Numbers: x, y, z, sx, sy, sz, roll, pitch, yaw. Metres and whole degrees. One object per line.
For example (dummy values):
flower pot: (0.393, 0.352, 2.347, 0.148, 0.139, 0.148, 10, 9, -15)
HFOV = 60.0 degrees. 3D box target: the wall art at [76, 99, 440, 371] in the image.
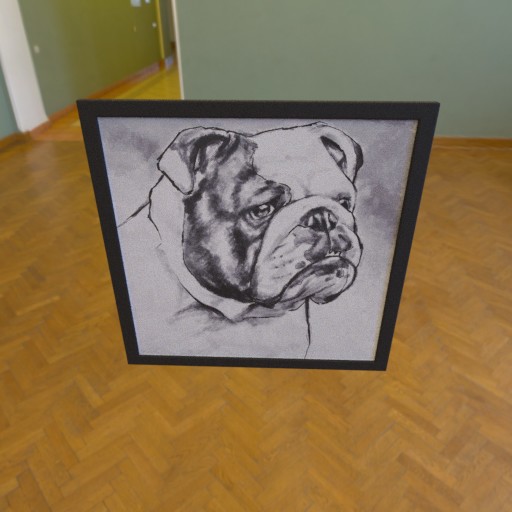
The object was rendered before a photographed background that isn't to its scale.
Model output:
wall art: (0.000, 0.000, 0.829, 0.562, 0.558, 0.012, 1, 30, 2)
